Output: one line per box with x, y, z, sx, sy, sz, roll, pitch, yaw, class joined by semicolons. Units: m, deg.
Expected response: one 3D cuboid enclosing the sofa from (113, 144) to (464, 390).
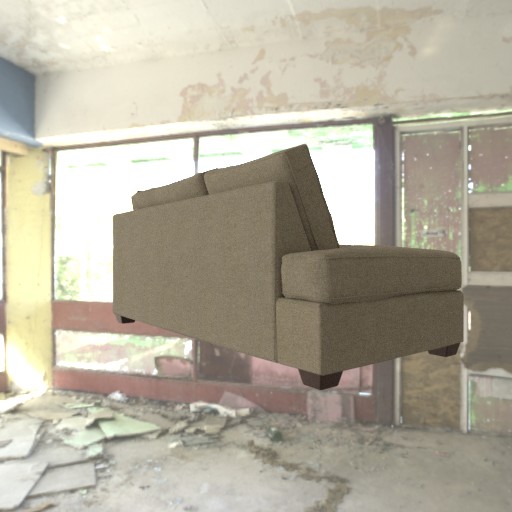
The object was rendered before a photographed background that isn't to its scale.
0.000;0.000;2.836;1.110;1.019;2.238;0;0;-37;sofa
